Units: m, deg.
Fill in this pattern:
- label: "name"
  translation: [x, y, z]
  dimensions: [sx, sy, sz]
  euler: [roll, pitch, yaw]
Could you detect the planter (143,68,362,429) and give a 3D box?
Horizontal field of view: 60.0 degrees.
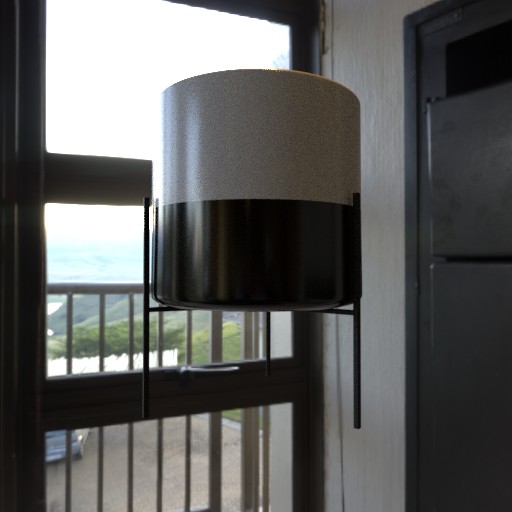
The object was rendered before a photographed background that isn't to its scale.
- label: "planter"
  translation: [0.000, 0.000, 0.649]
  dimensions: [0.310, 0.432, 0.310]
  euler: [1, -1, -37]
